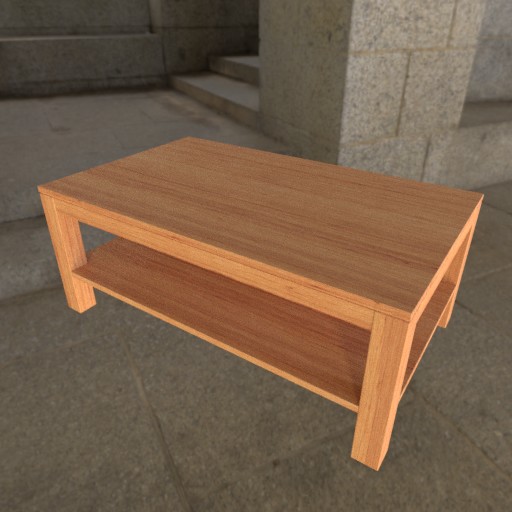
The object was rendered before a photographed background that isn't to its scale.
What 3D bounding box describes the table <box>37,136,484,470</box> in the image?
[{"bbox_3d":[0.000,0.000,1.442,1.146,0.457,0.695,18,35,29],"label":"table"}]
